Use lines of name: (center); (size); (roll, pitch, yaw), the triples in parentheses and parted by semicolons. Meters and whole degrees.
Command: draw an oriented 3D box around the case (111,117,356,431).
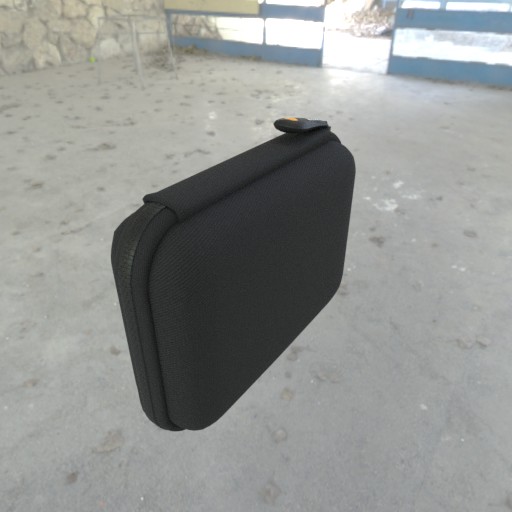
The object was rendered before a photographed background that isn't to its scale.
case: (0.000, 0.000, 0.187); (0.038, 0.105, 0.132); (21, 38, 30)
